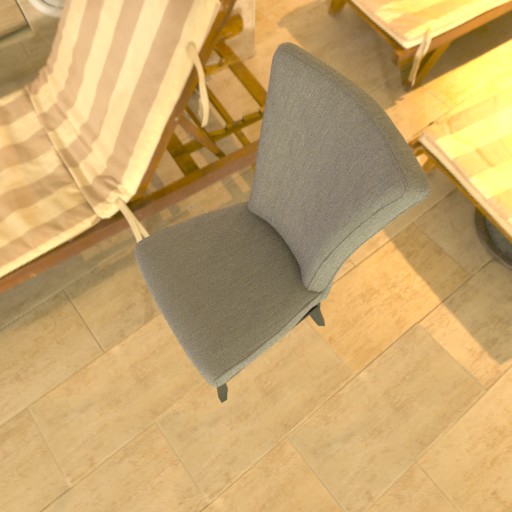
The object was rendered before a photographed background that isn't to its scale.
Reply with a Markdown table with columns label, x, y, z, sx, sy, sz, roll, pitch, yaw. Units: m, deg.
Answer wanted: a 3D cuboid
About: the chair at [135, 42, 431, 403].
| label | x | y | z | sx | sy | sz | roll | pitch | yaw |
| --- | --- | --- | --- | --- | --- | --- | --- | --- | --- |
| chair | 0.000 | 0.000 | 1.365 | 0.660 | 0.991 | 0.520 | -30 | 68 | -13 |
